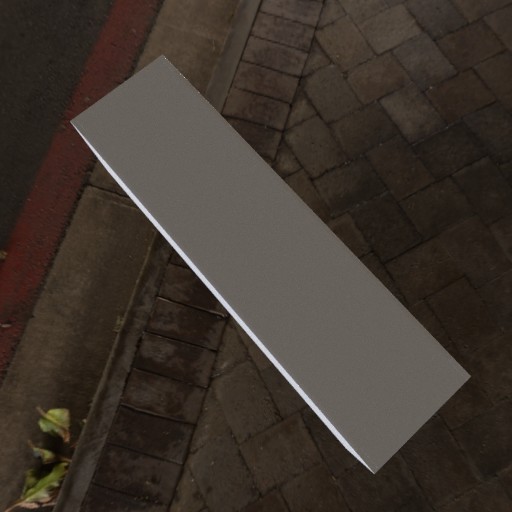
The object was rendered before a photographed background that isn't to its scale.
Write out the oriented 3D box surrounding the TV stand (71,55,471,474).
[{"bbox_3d":[0.000,0.000,1.655,0.410,0.440,1.500,-40,79,-9],"label":"TV stand"}]
